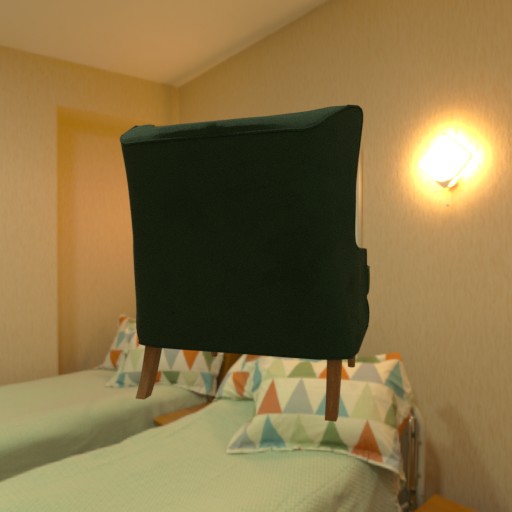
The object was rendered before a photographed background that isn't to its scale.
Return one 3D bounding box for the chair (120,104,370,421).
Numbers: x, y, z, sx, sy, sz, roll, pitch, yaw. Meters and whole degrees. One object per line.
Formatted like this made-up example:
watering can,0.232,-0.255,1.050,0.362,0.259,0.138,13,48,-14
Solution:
chair,0.000,0.000,1.649,0.793,0.952,0.910,0,1,18
